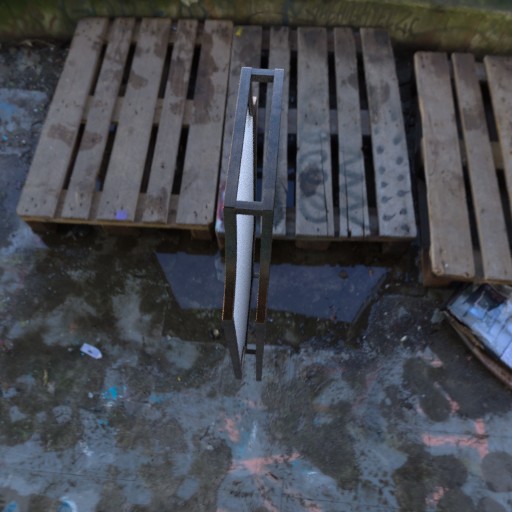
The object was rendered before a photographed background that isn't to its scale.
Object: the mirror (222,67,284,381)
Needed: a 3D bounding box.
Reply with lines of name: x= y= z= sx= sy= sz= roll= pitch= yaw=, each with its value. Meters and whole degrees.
mirror: x=0.000 y=0.000 z=0.995 sx=0.066 sy=0.811 sz=0.462 roll=4 pitch=64 yaw=2
